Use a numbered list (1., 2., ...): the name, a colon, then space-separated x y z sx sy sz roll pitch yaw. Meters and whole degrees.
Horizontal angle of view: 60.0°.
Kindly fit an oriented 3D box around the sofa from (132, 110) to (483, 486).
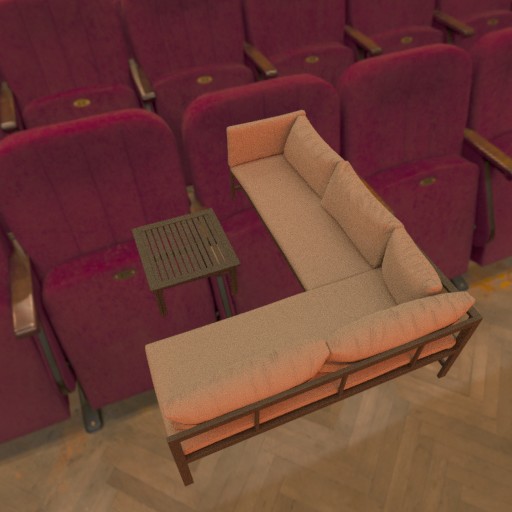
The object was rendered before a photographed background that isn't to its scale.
1. sofa: 0.000 0.000 2.893 1.658 0.758 2.096 -17 50 -15
